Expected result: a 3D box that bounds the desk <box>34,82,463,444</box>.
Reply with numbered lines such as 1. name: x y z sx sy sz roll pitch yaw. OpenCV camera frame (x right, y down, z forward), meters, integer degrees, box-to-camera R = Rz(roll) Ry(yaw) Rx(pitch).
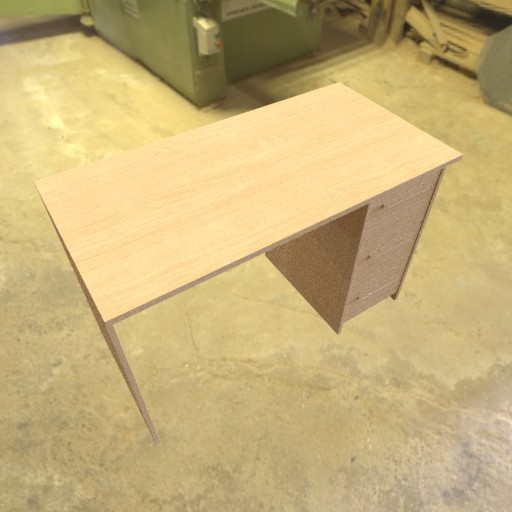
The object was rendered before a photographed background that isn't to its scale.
1. desk: 0.000 0.000 1.530 1.097 0.735 0.560 -25 52 -22
